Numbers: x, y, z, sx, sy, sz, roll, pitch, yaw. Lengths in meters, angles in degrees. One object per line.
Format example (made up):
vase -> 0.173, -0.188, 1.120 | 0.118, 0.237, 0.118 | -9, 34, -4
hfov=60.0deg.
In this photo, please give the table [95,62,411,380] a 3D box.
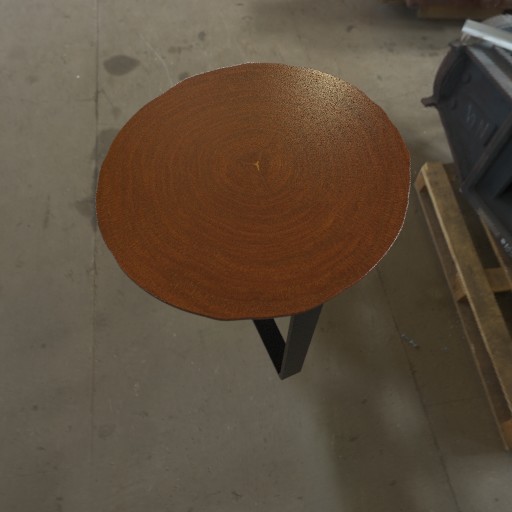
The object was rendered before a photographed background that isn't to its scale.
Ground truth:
table -> 0.000, 0.000, 0.751 | 0.380, 0.450, 0.410 | 32, 66, 17
